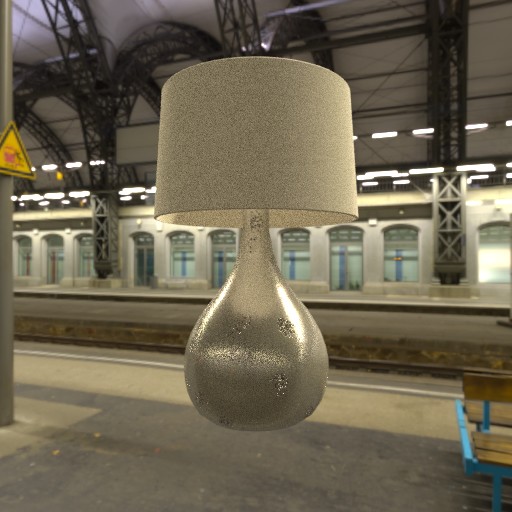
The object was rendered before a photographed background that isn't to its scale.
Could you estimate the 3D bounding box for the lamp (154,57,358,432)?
[{"bbox_3d":[0.000,0.000,0.733,0.330,0.521,0.330,0,-1,0],"label":"lamp"}]
